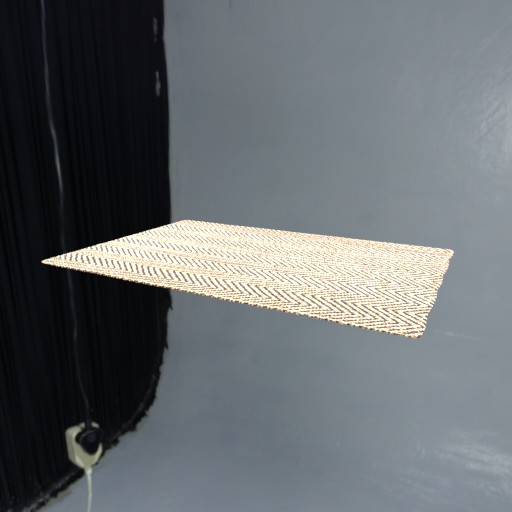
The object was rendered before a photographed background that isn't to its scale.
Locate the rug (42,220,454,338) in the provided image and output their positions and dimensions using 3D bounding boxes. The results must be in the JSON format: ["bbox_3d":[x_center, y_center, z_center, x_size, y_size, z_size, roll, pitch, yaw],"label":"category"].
[{"bbox_3d":[0.000,0.000,2.334,1.828,0.008,1.219,8,18,27],"label":"rug"}]
